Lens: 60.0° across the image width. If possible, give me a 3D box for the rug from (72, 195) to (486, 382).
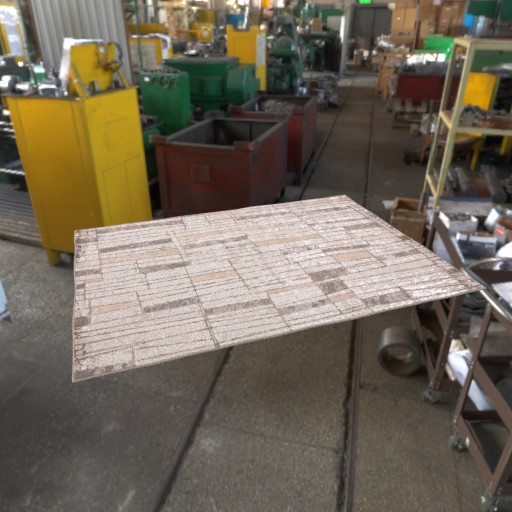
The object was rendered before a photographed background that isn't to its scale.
[{"bbox_3d":[0.000,0.000,4.332,3.357,0.019,2.449,-9,29,-17],"label":"rug"}]
